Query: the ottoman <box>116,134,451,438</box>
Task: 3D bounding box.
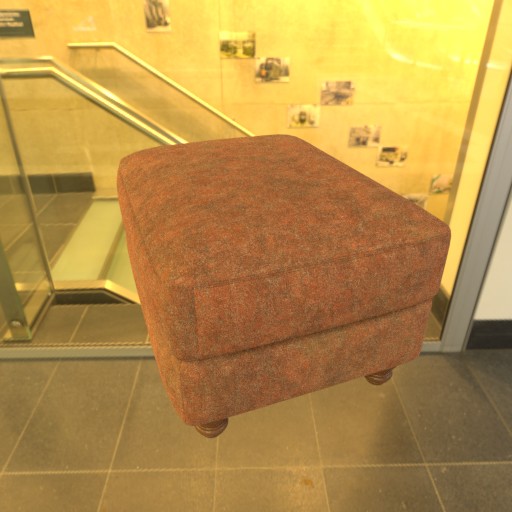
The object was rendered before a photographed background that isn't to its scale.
[{"bbox_3d":[0.000,0.000,1.181,0.635,0.508,0.787,-11,32,-18],"label":"ottoman"}]
